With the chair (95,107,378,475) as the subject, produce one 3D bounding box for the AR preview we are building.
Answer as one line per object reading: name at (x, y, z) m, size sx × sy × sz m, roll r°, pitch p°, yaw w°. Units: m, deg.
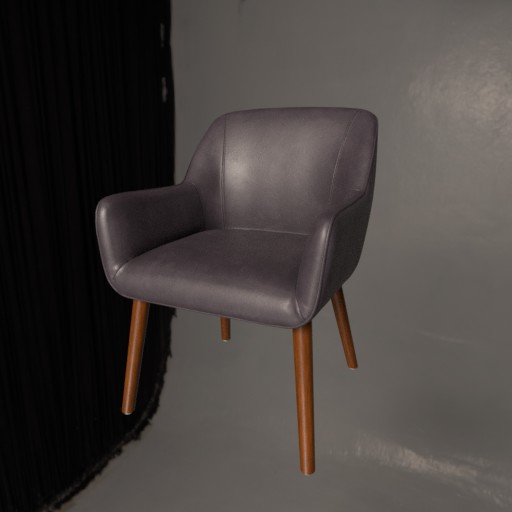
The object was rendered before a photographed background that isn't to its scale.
chair at (0.000, 0.000, 1.252) m, size 0.610 × 0.828 × 0.610 m, roll 7°, pitch 17°, yaw 25°
